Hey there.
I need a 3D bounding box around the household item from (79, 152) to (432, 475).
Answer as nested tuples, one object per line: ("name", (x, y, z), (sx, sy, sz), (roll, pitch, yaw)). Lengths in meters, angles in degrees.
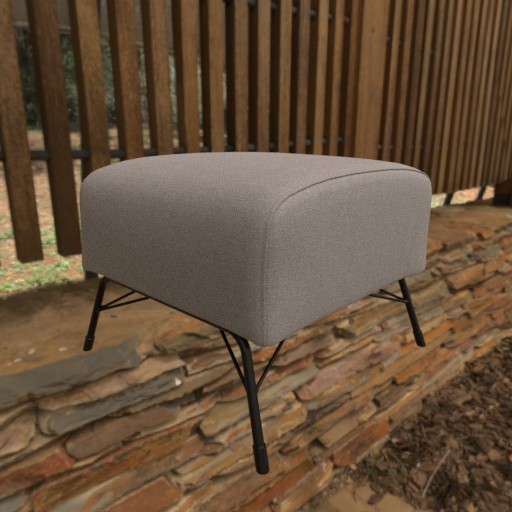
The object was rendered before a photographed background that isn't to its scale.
("household item", (0.000, 0.000, 0.904), (0.530, 0.410, 0.530), (14, 21, 42))
